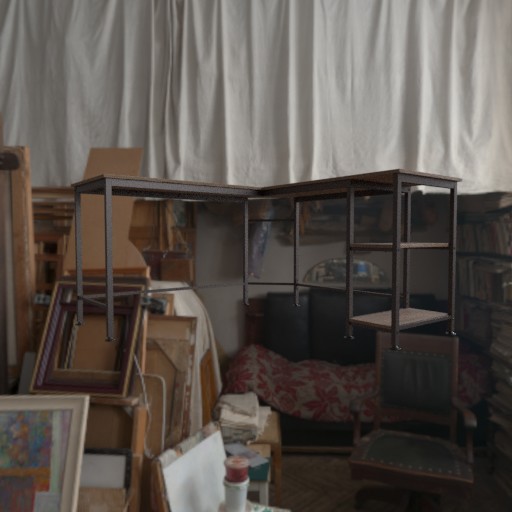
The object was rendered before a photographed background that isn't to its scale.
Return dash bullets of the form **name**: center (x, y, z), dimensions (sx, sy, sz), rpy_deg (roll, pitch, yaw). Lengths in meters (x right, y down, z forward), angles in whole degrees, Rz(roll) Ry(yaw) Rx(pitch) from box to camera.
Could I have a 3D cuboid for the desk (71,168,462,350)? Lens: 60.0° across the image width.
- **desk**: center (0.000, 0.000, 2.215), dimensions (1.379, 0.739, 1.379), rpy_deg (-2, 3, -38)
